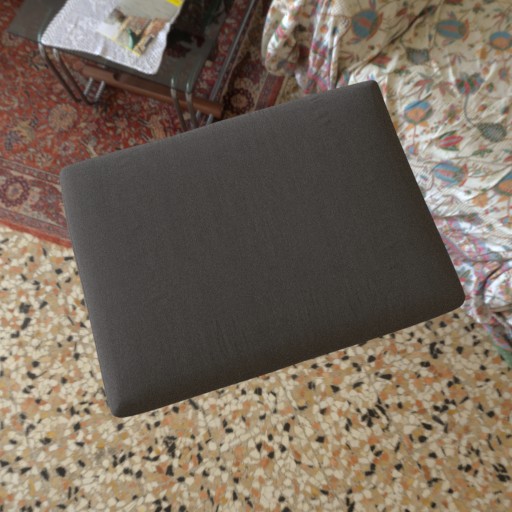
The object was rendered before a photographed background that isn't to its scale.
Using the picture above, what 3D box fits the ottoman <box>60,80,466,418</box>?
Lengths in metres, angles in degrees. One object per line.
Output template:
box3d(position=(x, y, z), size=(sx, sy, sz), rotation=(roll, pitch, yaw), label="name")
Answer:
box3d(position=(0.000, 0.000, 1.141), size=(0.771, 0.500, 0.569), rotation=(-17, 77, -4), label="ottoman")
